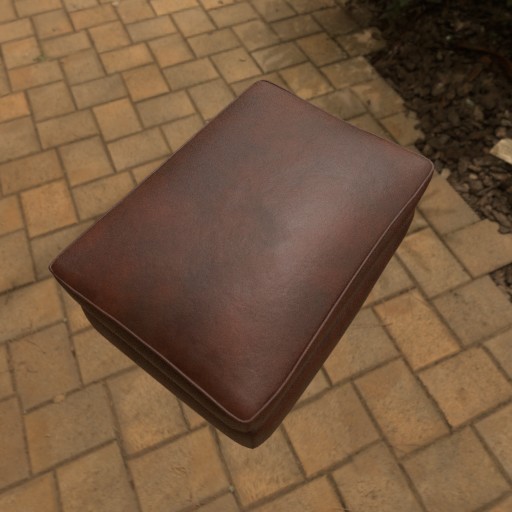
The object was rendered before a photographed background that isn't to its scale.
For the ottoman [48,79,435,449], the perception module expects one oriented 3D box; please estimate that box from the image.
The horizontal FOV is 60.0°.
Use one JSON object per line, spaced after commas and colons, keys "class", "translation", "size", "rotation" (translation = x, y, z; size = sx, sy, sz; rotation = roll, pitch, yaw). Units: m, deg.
{"class": "ottoman", "translation": [0.000, 0.000, 0.989], "size": [0.501, 0.432, 0.665], "rotation": [33, 64, 18]}
